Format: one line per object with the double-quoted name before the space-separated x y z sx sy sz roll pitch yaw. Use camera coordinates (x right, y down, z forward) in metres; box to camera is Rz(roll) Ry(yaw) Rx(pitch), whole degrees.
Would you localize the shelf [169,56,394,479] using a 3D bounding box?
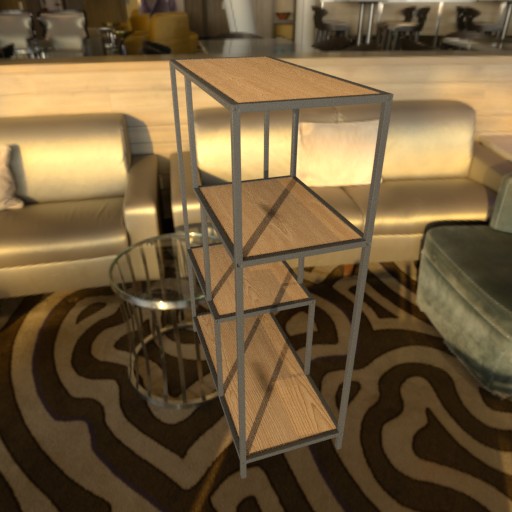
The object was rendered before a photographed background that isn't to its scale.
"shelf" 0.000 0.000 1.477 0.350 1.138 0.770 -9 31 -16
